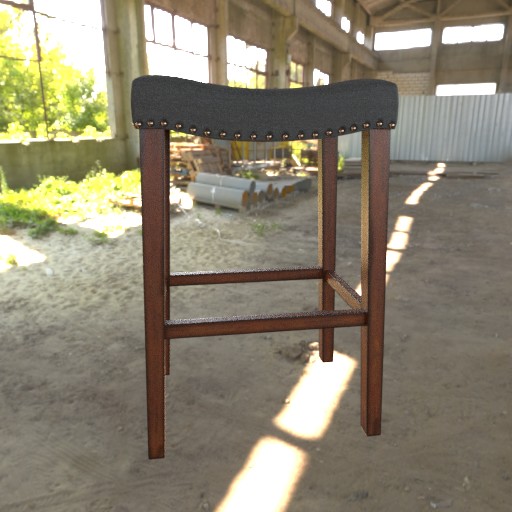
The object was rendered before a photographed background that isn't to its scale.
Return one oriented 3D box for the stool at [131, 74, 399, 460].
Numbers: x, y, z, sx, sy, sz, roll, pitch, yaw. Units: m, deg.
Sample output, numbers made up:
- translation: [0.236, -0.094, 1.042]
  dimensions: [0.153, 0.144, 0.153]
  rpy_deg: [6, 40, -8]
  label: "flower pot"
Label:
- translation: [0.000, 0.000, 1.017]
  dimensions: [0.502, 0.748, 0.366]
  rpy_deg: [-2, 16, -8]
  label: "stool"
